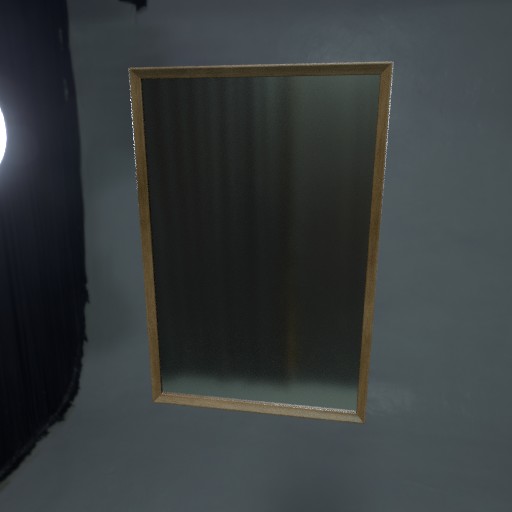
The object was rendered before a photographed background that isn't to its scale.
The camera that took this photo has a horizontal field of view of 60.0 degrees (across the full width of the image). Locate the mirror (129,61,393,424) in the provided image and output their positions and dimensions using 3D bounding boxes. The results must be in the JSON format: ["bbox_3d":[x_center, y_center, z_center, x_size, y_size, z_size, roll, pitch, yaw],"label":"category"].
[{"bbox_3d":[0.000,0.000,1.151,0.609,0.915,0.041,3,16,9],"label":"mirror"}]
